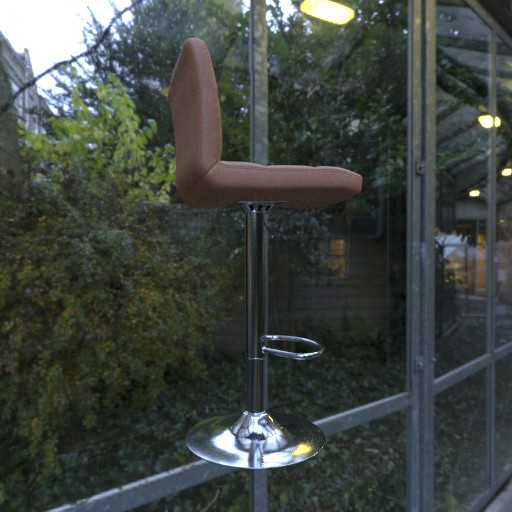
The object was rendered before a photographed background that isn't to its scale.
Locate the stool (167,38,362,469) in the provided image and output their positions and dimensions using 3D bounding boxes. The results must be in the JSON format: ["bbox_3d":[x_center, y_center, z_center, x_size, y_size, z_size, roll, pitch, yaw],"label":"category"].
[{"bbox_3d":[0.000,0.000,1.362,0.505,1.115,0.430,0,0,-18],"label":"stool"}]
